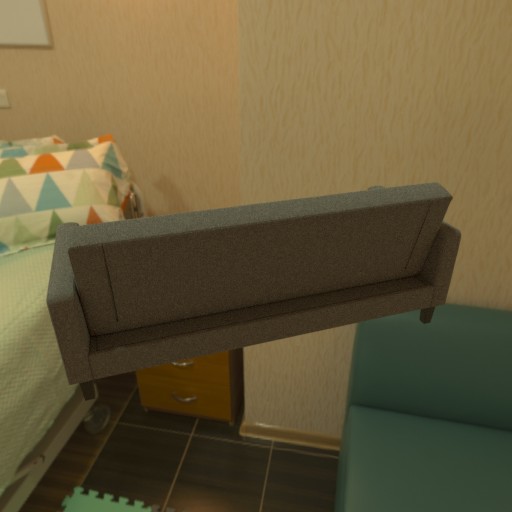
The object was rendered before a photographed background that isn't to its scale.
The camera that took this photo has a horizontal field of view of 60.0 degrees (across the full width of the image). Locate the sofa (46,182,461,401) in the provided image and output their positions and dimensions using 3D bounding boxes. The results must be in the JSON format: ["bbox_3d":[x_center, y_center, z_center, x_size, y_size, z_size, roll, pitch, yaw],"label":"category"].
[{"bbox_3d":[0.000,0.000,2.444,2.040,0.850,0.810,-9,30,-16],"label":"sofa"}]
